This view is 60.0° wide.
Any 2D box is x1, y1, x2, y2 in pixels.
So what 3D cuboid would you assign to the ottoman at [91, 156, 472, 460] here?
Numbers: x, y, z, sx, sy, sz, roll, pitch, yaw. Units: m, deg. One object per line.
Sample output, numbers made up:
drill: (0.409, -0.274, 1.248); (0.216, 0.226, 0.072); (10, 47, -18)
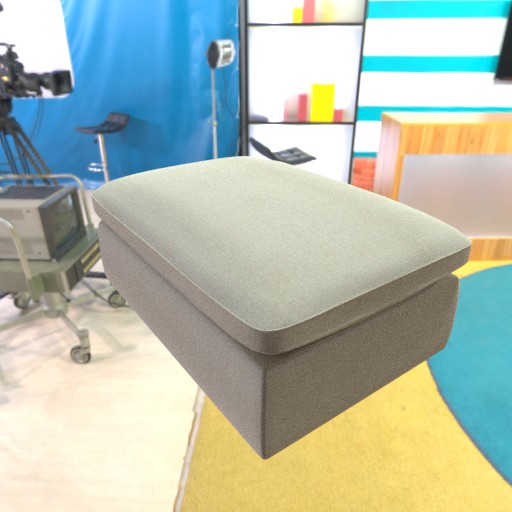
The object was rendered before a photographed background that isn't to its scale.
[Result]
ottoman: (0.000, 0.000, 1.333); (0.686, 0.453, 0.984); (-18, 31, -32)
